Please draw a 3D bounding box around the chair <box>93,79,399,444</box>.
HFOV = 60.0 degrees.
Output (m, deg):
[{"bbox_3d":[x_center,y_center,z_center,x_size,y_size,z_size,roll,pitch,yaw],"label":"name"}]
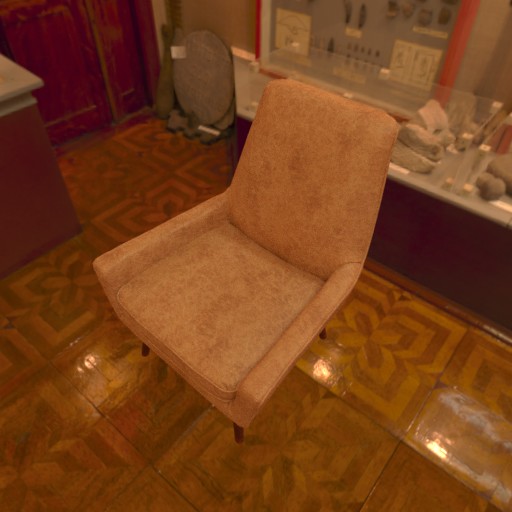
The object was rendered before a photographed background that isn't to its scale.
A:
[{"bbox_3d":[0.000,0.000,1.525,0.753,0.883,0.851,32,53,28],"label":"chair"}]
